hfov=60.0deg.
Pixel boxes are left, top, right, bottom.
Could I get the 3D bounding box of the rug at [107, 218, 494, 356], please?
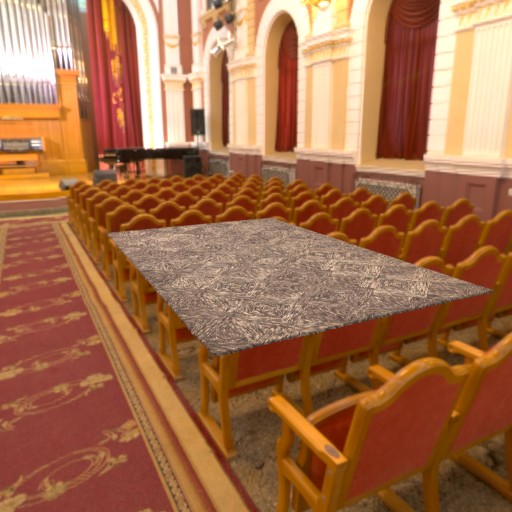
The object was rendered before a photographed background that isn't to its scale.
[{"bbox_3d":[0.000,0.000,2.264,1.189,0.011,1.808,-8,17,-26],"label":"rug"}]
